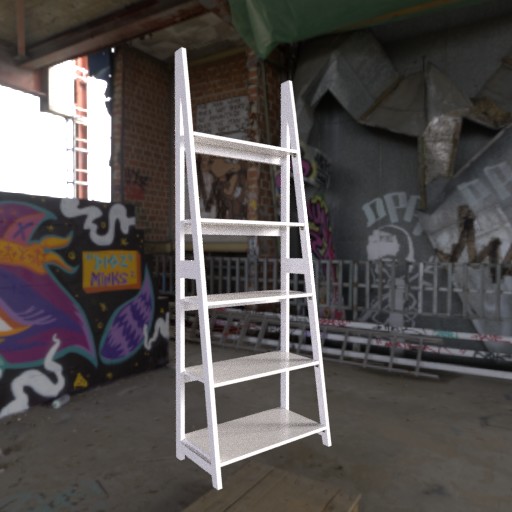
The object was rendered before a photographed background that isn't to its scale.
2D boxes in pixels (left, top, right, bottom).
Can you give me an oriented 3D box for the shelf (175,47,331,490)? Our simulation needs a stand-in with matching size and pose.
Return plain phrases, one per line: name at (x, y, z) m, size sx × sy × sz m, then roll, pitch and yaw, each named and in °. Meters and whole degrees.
shelf at (0.000, 0.000, 2.006) m, size 0.636 × 1.779 × 0.341 m, roll -1°, pitch 1°, yaw -38°
